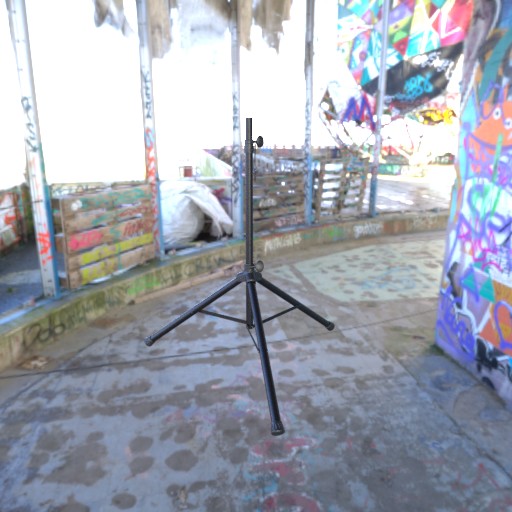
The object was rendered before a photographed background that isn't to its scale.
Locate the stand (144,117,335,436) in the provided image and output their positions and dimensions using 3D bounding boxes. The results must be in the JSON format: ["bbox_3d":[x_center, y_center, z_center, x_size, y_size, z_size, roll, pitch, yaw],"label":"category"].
[{"bbox_3d":[0.000,0.000,1.880,1.045,1.136,0.907,-2,15,-9],"label":"stand"}]
